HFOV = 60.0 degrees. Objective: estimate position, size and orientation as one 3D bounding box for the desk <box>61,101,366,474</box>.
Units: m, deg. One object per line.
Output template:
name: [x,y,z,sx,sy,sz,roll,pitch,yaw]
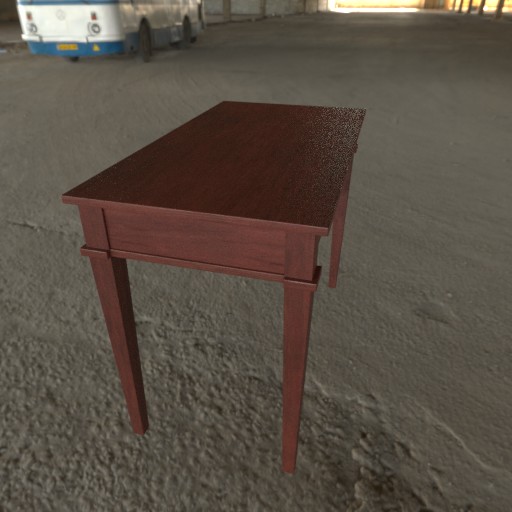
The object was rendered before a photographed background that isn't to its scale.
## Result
desk: [0.000,0.000,1.450,0.549,0.762,1.001,8,31,14]
